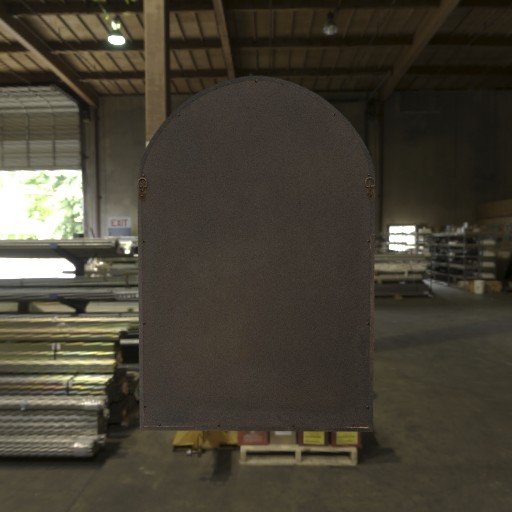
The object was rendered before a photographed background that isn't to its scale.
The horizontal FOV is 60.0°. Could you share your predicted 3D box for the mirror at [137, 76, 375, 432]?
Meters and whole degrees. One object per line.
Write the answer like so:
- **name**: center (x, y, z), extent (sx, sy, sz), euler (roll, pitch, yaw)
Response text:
- **mirror**: center (0.000, 0.000, 1.155), extent (0.609, 0.915, 0.032), euler (0, 2, 1)
